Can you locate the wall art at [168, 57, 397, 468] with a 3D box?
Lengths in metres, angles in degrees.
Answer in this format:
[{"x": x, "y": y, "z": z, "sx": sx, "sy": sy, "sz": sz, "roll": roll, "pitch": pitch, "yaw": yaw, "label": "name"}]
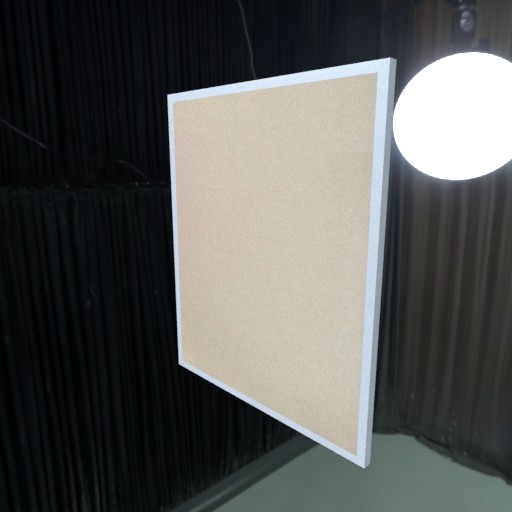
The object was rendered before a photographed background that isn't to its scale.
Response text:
[{"x": 0.000, "y": 0.000, "z": 0.615, "sx": 0.013, "sy": 0.456, "sz": 0.382, "roll": -12, "pitch": 18, "yaw": -43, "label": "wall art"}]
